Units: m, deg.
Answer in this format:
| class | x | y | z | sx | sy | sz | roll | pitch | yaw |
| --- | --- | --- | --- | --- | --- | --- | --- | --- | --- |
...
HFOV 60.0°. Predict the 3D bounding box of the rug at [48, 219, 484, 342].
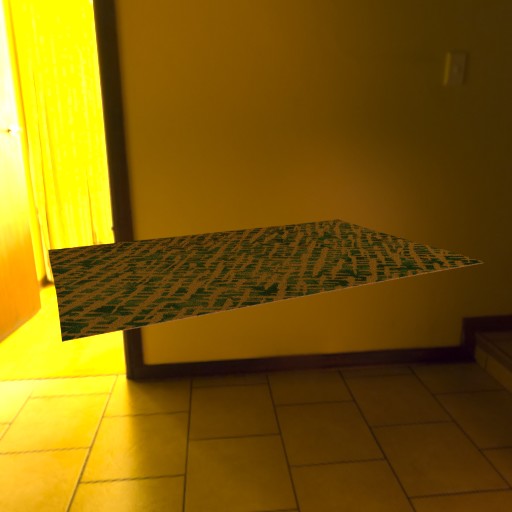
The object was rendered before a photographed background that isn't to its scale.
| class | x | y | z | sx | sy | sz | roll | pitch | yaw |
| --- | --- | --- | --- | --- | --- | --- | --- | --- | --- |
| rug | 0.000 | 0.000 | 2.915 | 2.447 | 0.011 | 1.520 | -8 | 18 | -25 |
